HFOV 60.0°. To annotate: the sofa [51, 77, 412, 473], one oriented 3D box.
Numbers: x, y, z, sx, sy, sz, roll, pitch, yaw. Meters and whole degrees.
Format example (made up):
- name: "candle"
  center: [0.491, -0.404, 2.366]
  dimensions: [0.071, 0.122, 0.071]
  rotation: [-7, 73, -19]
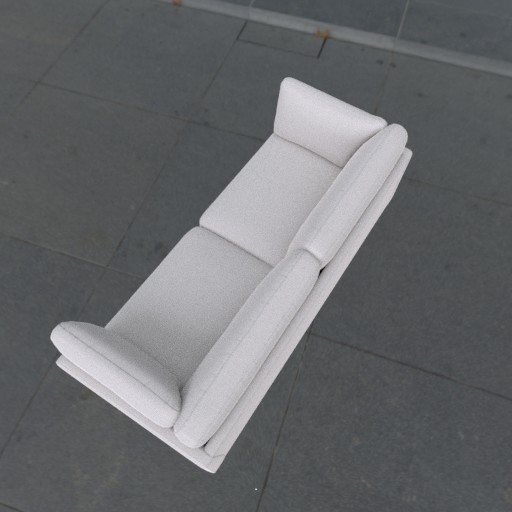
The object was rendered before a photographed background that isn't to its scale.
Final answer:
- name: "sofa"
  center: [0.000, 0.000, 2.720]
  dimensions: [0.957, 0.863, 2.301]
  rotation: [31, 66, 15]
